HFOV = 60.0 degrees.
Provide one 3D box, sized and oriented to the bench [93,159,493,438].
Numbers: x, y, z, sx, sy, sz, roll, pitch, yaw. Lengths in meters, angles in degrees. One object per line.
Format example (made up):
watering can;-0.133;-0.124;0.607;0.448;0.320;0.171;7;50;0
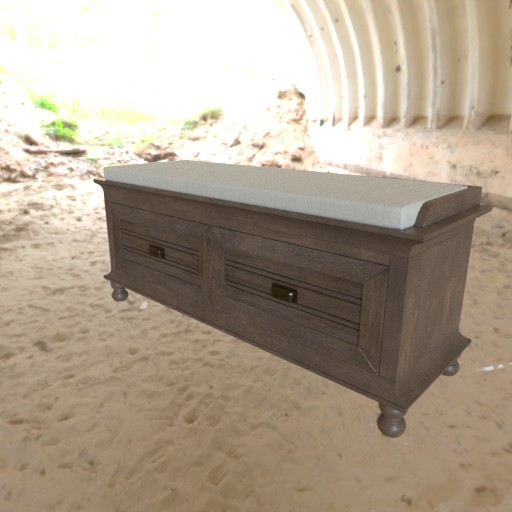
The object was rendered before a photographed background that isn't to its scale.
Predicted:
bench;0.000;0.000;1.370;1.185;0.501;0.402;15;23;40
